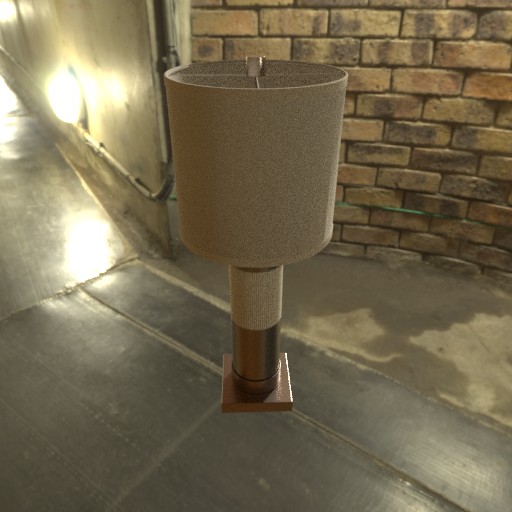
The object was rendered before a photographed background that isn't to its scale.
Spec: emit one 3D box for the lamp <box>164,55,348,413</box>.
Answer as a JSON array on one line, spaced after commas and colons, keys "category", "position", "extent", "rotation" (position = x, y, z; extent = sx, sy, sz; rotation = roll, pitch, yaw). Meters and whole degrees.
[{"category": "lamp", "position": [0.000, 0.000, 0.616], "extent": [0.202, 0.509, 0.202], "rotation": [-1, 31, -2]}]
